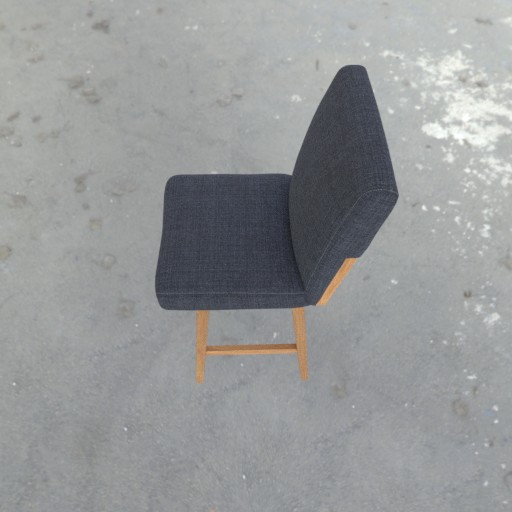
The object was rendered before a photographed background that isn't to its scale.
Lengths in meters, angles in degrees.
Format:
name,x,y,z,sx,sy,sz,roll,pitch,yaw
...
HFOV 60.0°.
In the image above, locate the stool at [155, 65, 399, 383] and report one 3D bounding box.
name,x,y,z,sx,sy,sz,roll,pitch,yaw
stool,0.000,0.000,1.428,0.570,1.112,0.483,-1,58,-1
